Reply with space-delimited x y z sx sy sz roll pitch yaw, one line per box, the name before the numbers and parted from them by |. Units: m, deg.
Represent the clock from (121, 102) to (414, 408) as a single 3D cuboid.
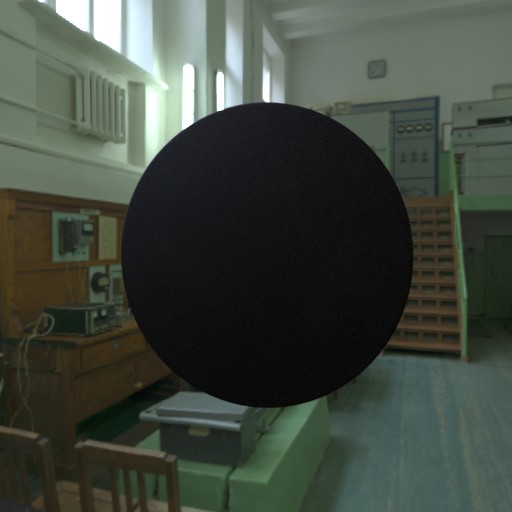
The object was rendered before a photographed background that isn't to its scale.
clock | 0.000 0.000 0.469 0.314 0.314 0.029 0 2 18
